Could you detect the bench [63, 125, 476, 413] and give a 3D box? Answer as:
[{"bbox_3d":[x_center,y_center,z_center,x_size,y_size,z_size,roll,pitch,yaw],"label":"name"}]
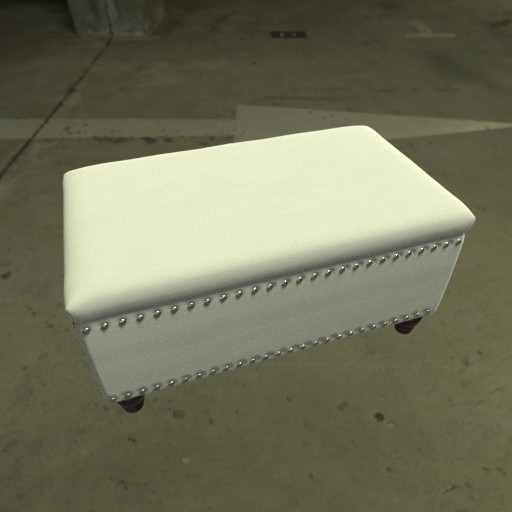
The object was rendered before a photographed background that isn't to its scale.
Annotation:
[{"bbox_3d":[0.000,0.000,1.195,0.887,0.449,0.500,-12,42,-14],"label":"bench"}]
